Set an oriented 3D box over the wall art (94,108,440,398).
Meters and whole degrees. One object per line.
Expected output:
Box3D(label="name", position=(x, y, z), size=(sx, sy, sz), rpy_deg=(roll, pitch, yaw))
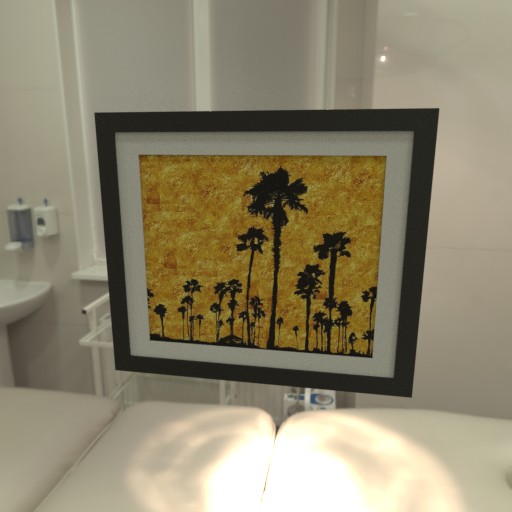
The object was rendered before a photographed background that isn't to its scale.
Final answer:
Box3D(label="wall art", position=(0.000, 0.000, 0.530), size=(0.383, 0.332, 0.012), rpy_deg=(2, 14, 10))
